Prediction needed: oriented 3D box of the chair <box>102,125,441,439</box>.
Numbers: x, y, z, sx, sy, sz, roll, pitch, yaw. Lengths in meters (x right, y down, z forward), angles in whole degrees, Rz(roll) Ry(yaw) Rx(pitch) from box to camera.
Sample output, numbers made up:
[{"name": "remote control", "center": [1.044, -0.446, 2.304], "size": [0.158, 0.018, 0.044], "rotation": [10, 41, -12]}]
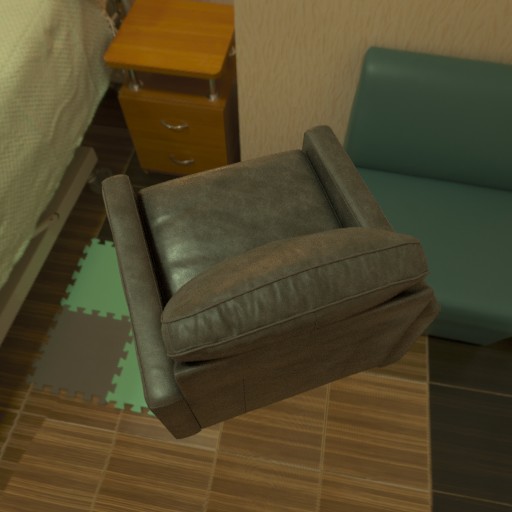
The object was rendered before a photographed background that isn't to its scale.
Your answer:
[{"name": "chair", "center": [0.000, 0.000, 1.695], "size": [1.006, 0.916, 0.939], "rotation": [-16, 60, -10]}]
